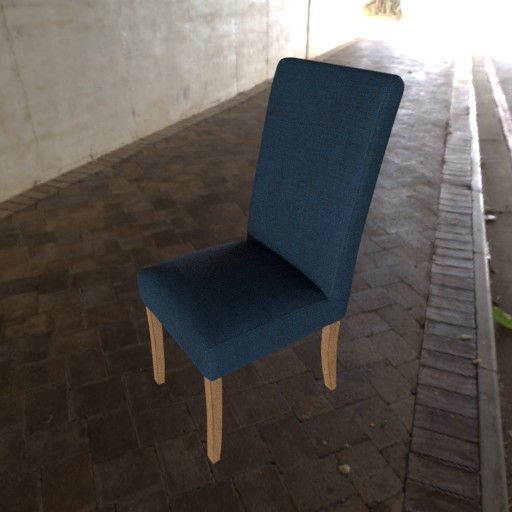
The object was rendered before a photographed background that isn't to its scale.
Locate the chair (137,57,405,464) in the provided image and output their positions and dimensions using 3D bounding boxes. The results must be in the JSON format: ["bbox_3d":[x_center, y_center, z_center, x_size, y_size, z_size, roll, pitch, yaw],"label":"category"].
[{"bbox_3d":[0.000,0.000,1.339,0.610,1.029,0.450,-20,37,-30],"label":"chair"}]
